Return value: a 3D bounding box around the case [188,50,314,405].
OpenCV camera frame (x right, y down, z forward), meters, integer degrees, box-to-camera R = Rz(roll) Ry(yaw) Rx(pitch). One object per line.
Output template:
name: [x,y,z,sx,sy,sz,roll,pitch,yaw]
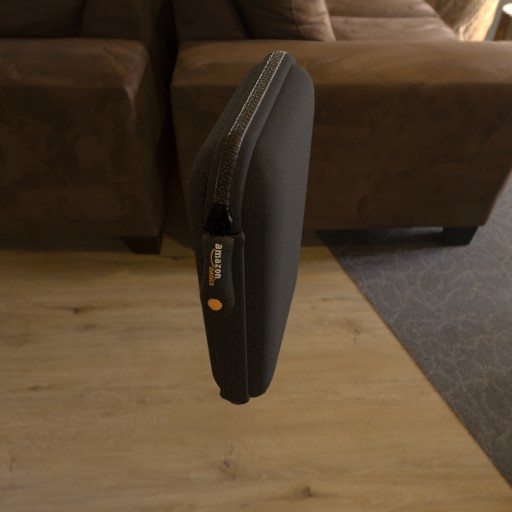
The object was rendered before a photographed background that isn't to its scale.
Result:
case: [0.000,0.000,0.194,0.030,0.147,0.107,10,47,10]
